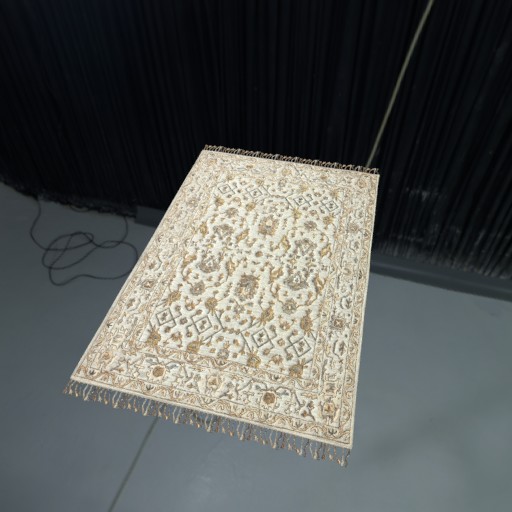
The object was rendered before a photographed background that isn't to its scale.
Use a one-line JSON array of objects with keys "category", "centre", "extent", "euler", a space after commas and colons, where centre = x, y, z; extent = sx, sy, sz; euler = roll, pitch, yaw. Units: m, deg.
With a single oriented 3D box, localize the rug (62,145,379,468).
[{"category": "rug", "centre": [0.000, 0.000, 3.018], "extent": [1.529, 0.027, 2.434], "euler": [10, 48, 9]}]
